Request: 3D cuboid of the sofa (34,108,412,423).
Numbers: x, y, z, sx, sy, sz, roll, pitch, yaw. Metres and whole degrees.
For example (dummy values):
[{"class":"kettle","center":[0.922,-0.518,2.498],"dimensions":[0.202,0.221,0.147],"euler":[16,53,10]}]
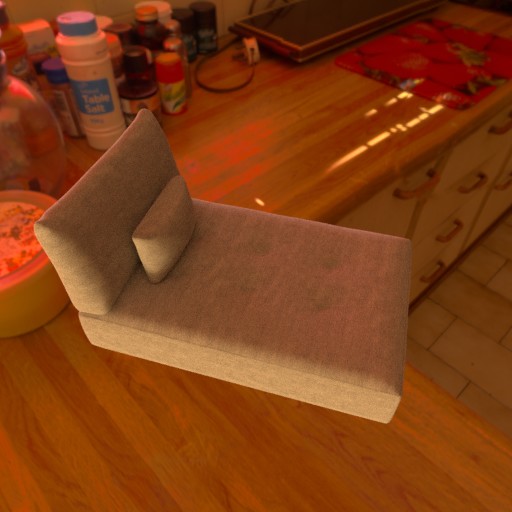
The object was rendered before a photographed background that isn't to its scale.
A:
[{"class":"sofa","center":[0.000,0.000,2.026],"dimensions":[1.450,0.820,0.930],"euler":[12,47,11]}]
